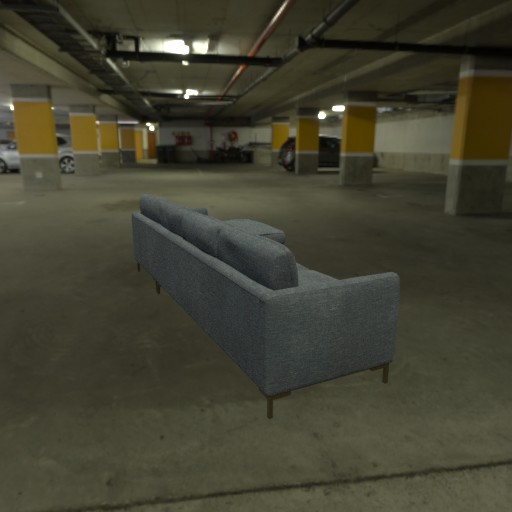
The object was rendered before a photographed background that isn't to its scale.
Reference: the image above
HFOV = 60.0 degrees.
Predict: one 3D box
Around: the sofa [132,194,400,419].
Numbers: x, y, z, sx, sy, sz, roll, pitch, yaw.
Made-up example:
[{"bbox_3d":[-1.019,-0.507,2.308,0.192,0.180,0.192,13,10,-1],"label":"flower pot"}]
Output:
[{"bbox_3d":[0.000,0.000,3.515,1.350,0.810,2.932,-7,16,-26],"label":"sofa"}]
